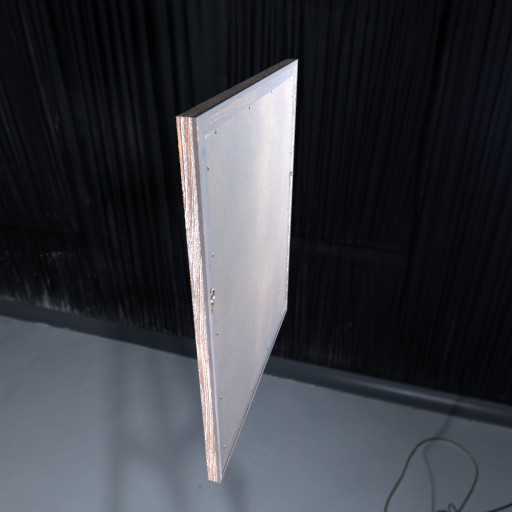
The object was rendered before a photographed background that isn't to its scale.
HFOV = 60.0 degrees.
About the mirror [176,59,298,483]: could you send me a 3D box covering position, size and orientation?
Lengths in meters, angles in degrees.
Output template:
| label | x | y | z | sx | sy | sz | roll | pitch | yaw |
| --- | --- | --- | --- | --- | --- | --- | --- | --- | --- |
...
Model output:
| label | x | y | z | sx | sy | sz | roll | pitch | yaw |
| --- | --- | --- | --- | --- | --- | --- | --- | --- | --- |
| mirror | 0.000 | 0.000 | 1.175 | 0.032 | 0.882 | 0.730 | 8 | 31 | 14 |
